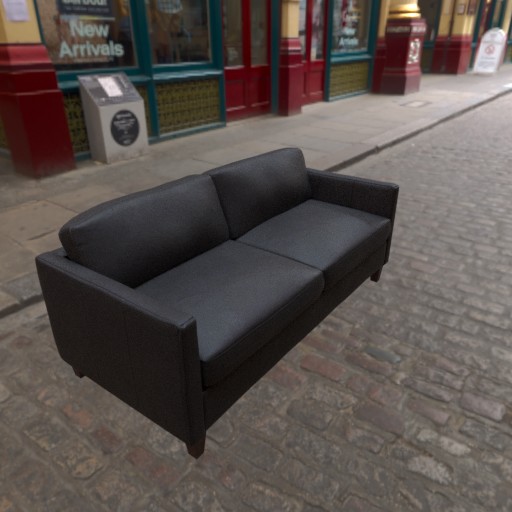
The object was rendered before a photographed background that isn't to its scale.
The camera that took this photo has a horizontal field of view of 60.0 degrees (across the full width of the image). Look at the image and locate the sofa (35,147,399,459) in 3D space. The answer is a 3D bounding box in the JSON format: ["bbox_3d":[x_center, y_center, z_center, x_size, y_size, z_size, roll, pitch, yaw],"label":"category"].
[{"bbox_3d":[0.000,0.000,2.451,0.933,0.863,1.971,18,31,32],"label":"sofa"}]
